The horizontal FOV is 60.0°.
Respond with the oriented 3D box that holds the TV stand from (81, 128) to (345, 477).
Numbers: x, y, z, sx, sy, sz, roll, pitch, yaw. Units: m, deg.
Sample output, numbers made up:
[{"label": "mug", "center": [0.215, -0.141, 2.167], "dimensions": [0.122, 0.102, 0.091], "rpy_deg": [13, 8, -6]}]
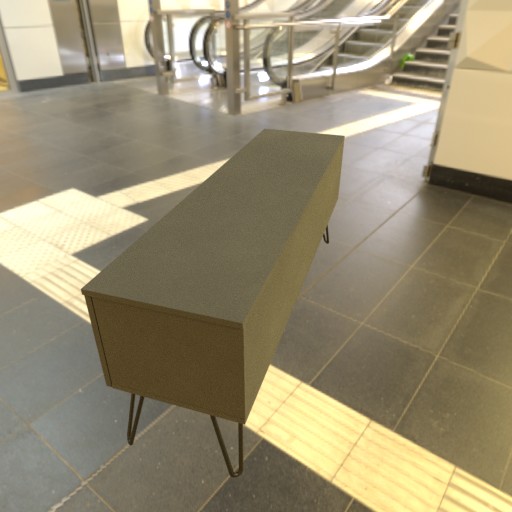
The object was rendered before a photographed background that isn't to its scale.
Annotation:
[{"label": "TV stand", "center": [0.000, 0.000, 1.659], "dimensions": [0.400, 0.560, 1.400], "rpy_deg": [10, 32, 15]}]
